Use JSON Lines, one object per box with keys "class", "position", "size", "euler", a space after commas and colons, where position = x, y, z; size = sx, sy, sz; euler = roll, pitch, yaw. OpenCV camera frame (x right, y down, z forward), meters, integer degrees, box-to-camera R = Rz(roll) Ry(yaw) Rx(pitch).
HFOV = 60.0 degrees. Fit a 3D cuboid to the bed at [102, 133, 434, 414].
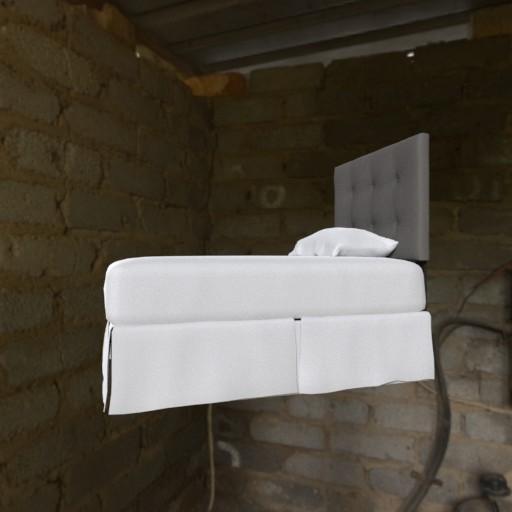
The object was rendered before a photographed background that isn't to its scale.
{"class": "bed", "position": [0.000, 0.000, 3.046], "size": [1.997, 1.571, 1.261], "euler": [0, 0, -18]}
